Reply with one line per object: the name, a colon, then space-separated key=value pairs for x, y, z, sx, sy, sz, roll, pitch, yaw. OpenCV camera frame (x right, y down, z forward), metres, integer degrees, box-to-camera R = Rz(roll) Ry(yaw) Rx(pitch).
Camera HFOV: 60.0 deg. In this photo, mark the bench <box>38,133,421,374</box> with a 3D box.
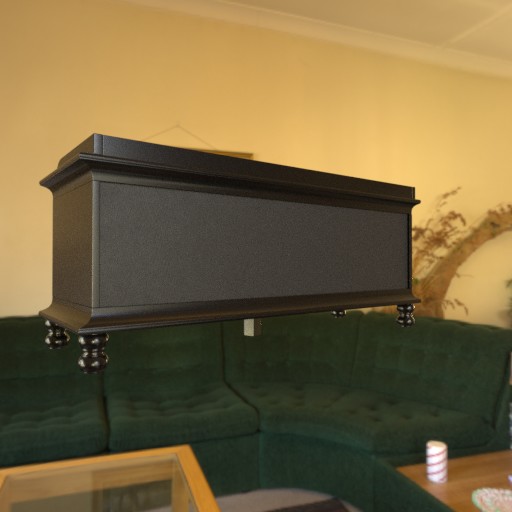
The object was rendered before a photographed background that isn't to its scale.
bench: x=0.000 y=0.000 z=1.405 sx=1.185 sy=0.501 sz=0.402 roll=0 pitch=-1 yaw=-37
